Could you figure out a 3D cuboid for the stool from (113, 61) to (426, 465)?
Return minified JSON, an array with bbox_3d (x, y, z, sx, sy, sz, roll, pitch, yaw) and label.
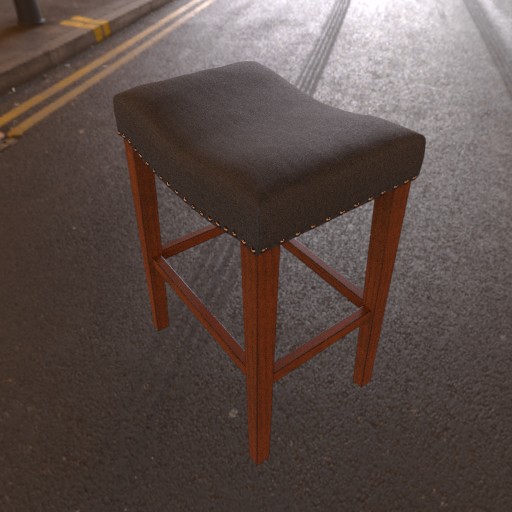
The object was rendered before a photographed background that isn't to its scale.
[{"bbox_3d":[0.000,0.000,0.865,0.320,0.612,0.439,-26,47,-27],"label":"stool"}]
